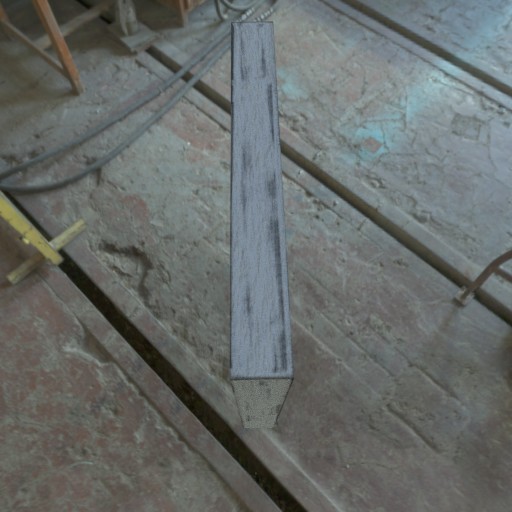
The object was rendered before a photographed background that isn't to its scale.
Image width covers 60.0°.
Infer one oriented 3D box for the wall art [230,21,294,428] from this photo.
[{"bbox_3d":[0.000,0.000,0.453,0.036,0.303,0.303,-1,64,-1],"label":"wall art"}]
